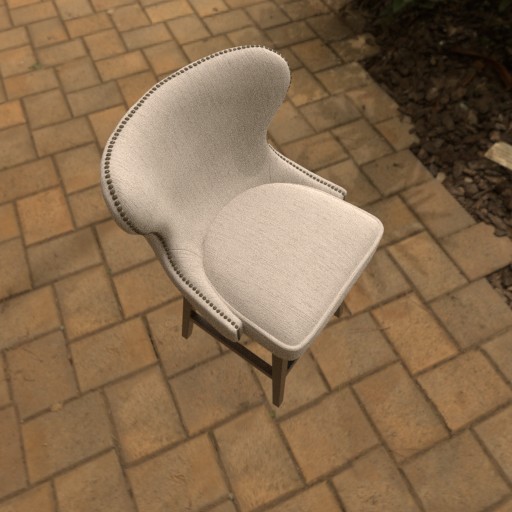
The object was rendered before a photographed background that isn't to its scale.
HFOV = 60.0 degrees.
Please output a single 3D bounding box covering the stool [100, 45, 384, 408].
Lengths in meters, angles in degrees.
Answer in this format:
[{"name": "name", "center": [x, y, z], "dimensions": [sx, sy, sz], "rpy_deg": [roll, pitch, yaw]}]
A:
[{"name": "stool", "center": [0.000, 0.000, 1.342], "dimensions": [0.597, 0.972, 0.615], "rpy_deg": [32, 64, 18]}]
